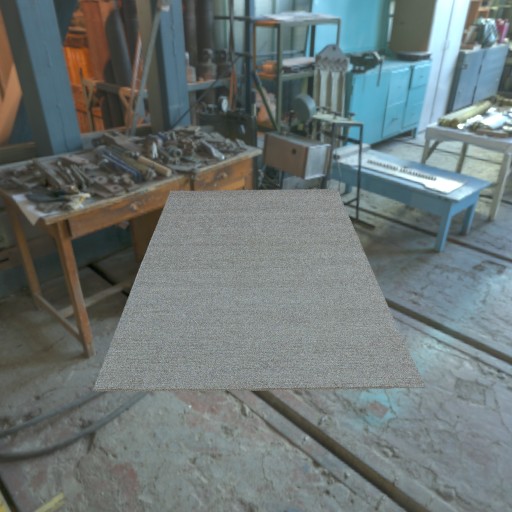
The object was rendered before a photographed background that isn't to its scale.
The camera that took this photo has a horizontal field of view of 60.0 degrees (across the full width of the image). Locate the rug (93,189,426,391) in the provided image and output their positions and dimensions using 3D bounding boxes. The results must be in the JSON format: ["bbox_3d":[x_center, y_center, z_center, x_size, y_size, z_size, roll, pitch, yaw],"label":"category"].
[{"bbox_3d":[0.000,0.000,2.293,1.154,0.021,1.792,0,31,-1],"label":"rug"}]
